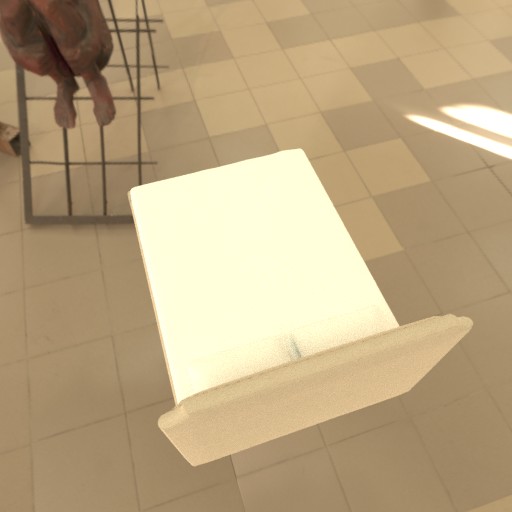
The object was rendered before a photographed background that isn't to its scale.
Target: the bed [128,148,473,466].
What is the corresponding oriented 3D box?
[{"bbox_3d":[0.000,0.000,3.316,1.713,1.443,2.372,-15,58,-10],"label":"bed"}]
